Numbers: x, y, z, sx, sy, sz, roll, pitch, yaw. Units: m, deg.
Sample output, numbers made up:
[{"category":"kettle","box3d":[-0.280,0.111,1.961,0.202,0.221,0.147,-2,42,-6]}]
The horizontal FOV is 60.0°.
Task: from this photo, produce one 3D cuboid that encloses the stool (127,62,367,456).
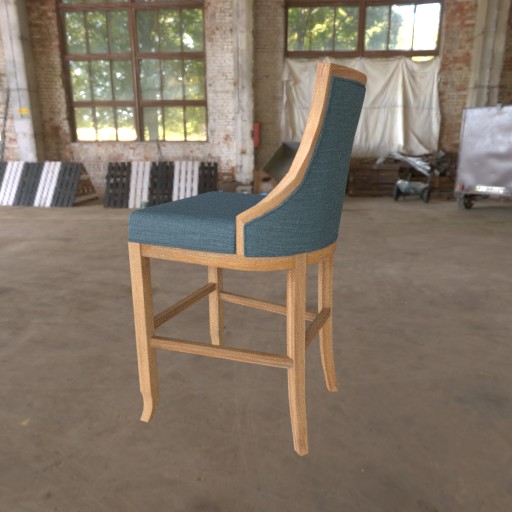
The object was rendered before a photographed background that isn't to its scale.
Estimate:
[{"category":"stool","box3d":[0.000,0.000,1.459,0.626,1.101,0.524,7,17,23]}]
